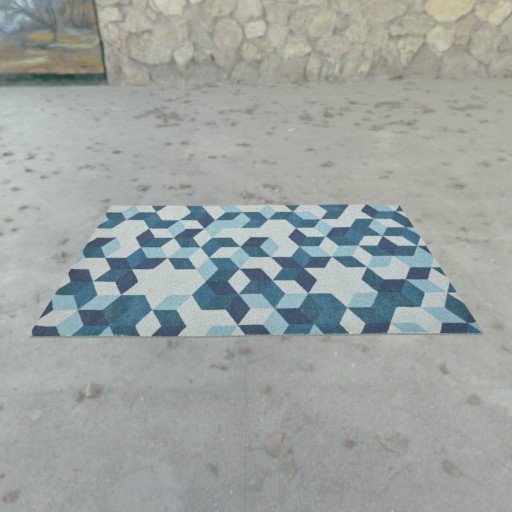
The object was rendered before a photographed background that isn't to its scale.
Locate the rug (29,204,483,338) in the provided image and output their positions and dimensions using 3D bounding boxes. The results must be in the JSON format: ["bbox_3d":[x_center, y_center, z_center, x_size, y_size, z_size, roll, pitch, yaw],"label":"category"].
[{"bbox_3d":[0.000,0.000,2.299,1.829,0.014,1.235,0,32,0],"label":"rug"}]
